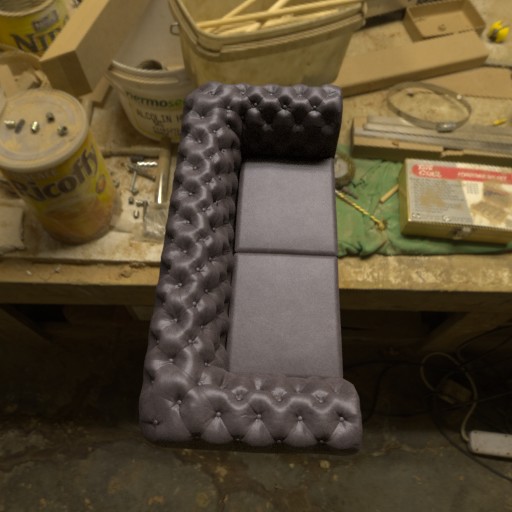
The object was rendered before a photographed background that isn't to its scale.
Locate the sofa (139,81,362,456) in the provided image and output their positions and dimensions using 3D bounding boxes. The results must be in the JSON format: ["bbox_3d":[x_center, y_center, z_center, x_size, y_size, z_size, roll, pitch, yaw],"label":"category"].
[{"bbox_3d":[0.000,0.000,2.499,0.944,0.779,2.048,2,64,1],"label":"sofa"}]
